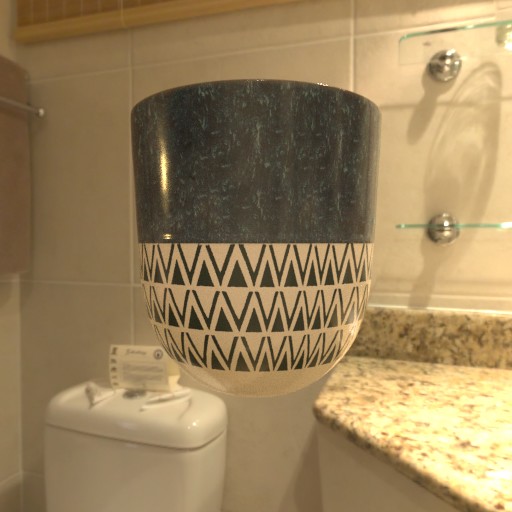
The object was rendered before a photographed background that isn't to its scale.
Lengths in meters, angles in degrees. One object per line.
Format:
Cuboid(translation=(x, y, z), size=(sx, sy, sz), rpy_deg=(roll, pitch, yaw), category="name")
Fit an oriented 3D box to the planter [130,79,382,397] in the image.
Cuboid(translation=(0.000, 0.000, 0.360), size=(0.195, 0.214, 0.195), rpy_deg=(0, 2, 0), category="planter")
